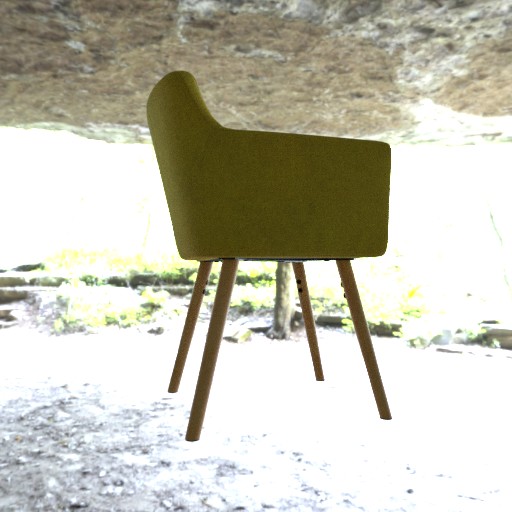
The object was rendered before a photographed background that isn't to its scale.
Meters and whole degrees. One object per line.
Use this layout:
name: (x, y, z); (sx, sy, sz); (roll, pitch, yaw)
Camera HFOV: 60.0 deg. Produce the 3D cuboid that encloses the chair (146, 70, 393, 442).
chair: (0.000, 0.000, 1.175); (0.570, 0.780, 0.570); (1, -2, -16)
